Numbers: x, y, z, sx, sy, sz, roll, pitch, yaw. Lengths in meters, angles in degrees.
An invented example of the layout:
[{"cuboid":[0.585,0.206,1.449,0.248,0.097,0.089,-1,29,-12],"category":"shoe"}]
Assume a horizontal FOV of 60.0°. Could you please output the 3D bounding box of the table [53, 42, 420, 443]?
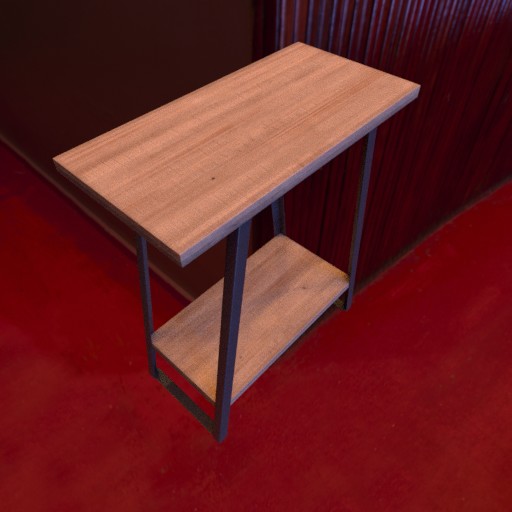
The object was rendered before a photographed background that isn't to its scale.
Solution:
[{"cuboid":[0.000,0.000,1.019,0.300,0.701,0.599,34,56,27],"category":"table"}]
